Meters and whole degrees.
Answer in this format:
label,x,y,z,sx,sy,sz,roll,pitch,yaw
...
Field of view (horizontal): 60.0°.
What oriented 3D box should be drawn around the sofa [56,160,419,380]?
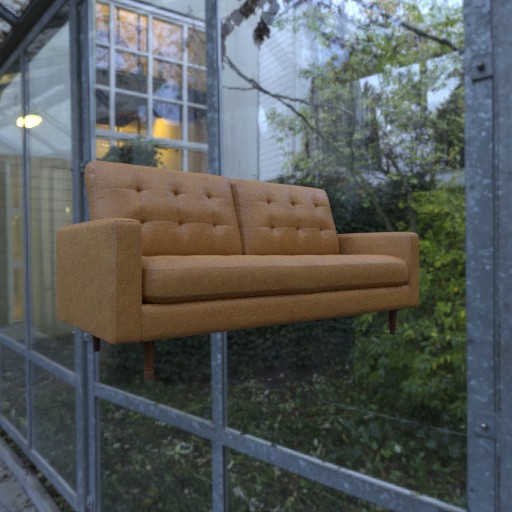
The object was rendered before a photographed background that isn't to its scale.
label,x,y,z,sx,sy,sz,roll,pitch,yaw
sofa,0.000,0.000,2.331,1.821,0.898,0.850,0,0,-38
